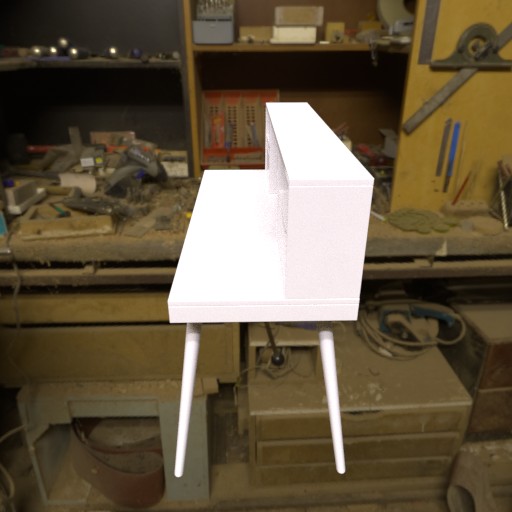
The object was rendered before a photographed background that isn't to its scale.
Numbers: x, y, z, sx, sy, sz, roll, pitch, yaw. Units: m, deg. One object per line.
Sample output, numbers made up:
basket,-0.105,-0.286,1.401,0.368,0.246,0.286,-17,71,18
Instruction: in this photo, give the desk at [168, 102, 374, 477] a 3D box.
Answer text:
desk,0.000,0.000,1.749,0.559,0.990,1.199,-1,27,-1
